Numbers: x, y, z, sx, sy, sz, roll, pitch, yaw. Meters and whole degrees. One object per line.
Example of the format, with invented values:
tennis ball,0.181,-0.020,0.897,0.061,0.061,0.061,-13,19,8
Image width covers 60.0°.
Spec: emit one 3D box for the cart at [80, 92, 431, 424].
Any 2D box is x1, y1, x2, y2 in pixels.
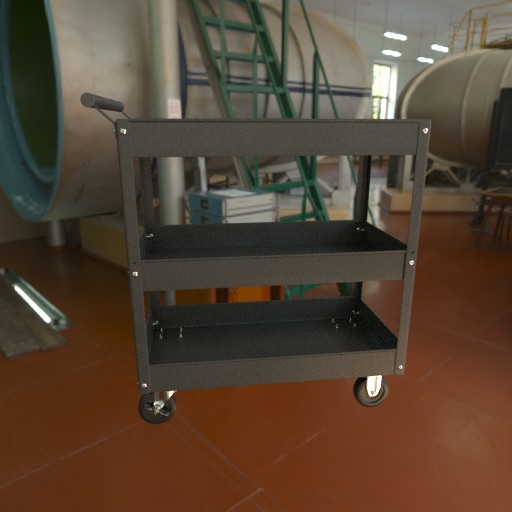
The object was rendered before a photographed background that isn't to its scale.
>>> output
cart,0.000,0.000,1.165,0.719,0.780,0.366,-2,17,-7
